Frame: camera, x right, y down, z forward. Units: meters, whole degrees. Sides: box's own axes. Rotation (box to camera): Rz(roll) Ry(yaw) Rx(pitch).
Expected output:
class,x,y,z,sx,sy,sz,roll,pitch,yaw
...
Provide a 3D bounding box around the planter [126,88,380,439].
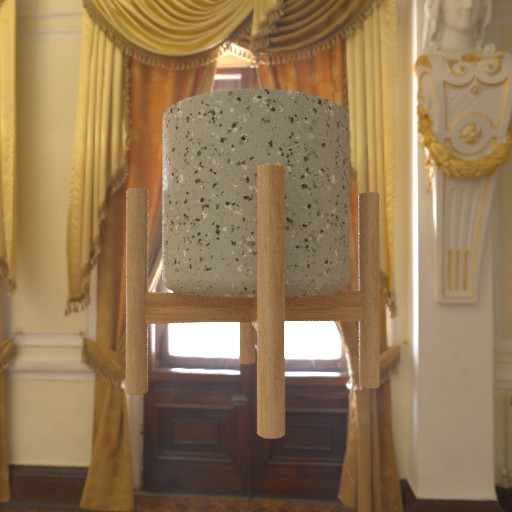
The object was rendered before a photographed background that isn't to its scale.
class,x,y,z,sx,sy,sz,roll,pitch,yaw
planter,0.000,0.000,0.536,0.284,0.320,0.284,0,-1,17
